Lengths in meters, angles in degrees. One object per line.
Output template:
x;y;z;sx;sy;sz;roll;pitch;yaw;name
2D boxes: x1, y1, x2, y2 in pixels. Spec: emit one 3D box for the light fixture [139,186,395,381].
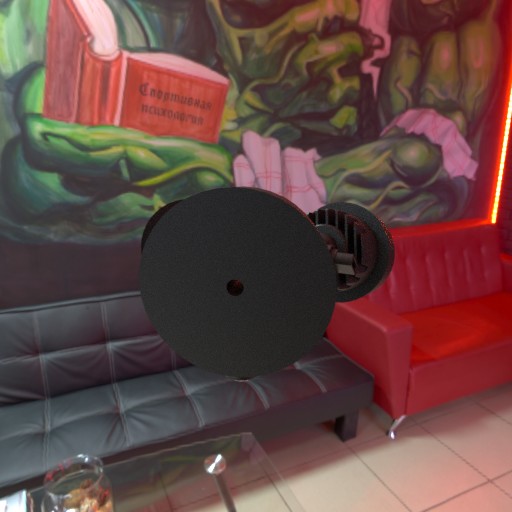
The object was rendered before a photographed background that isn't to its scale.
0.000;0.000;0.321;0.213;0.120;0.168;2;16;7;light fixture
